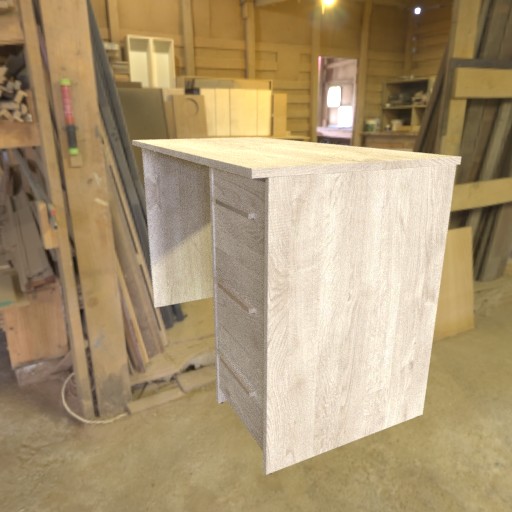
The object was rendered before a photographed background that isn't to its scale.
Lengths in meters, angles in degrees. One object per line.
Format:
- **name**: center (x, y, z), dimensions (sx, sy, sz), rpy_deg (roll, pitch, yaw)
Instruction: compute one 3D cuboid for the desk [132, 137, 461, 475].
- **desk**: center (0.000, 0.000, 1.527), dimensions (0.560, 0.735, 1.097), rpy_deg (-9, 20, -25)
